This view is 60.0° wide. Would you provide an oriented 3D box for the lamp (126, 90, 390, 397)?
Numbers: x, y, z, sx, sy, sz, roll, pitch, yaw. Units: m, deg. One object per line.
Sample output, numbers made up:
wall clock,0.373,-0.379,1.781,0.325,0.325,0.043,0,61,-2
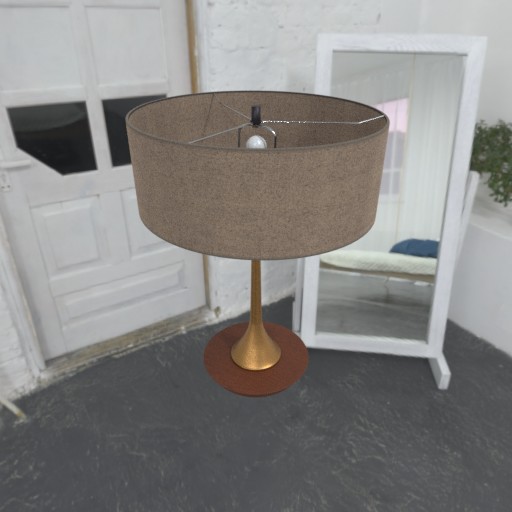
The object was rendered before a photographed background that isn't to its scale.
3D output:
lamp,0.000,0.000,0.842,0.417,0.551,0.396,19,35,29
